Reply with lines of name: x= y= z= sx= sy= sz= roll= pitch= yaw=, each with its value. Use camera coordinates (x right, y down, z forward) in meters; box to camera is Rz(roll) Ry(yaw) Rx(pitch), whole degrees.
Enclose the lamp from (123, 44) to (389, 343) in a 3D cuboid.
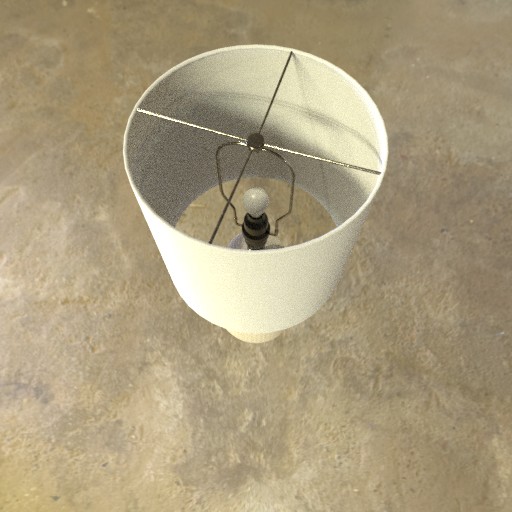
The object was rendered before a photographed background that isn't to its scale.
lamp: x=0.000 y=0.000 z=0.567 sx=0.217 sy=0.453 sz=0.217 roll=17 pitch=65 yaw=8
